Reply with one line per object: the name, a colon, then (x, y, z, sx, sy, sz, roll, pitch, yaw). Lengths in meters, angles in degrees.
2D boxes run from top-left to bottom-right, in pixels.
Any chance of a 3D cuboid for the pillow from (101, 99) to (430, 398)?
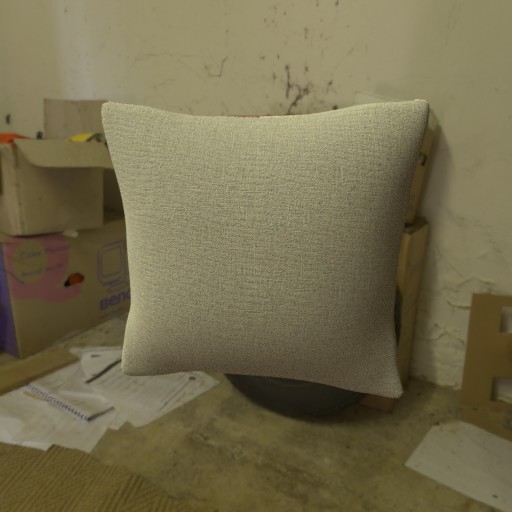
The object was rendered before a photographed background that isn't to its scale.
pillow: (0.000, 0.000, 0.629, 0.437, 0.419, 0.136, 2, 16, 9)
